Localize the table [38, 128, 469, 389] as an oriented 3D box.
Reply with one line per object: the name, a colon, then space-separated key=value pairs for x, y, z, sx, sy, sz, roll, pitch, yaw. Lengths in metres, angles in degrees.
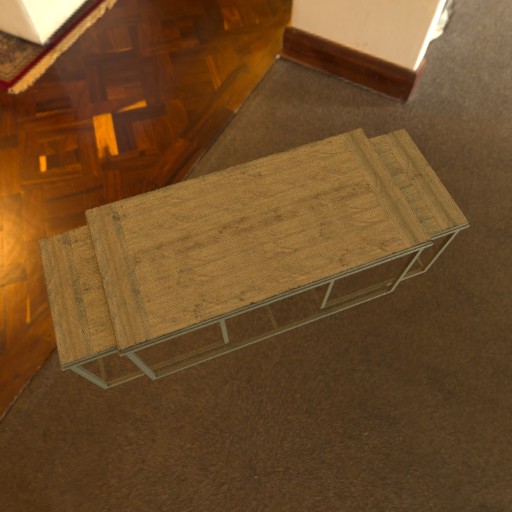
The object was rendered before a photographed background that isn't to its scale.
table: x=0.000 y=0.000 z=1.562 sx=1.312 sy=0.427 sz=0.489 roll=-19 pitch=65 yaw=-9
